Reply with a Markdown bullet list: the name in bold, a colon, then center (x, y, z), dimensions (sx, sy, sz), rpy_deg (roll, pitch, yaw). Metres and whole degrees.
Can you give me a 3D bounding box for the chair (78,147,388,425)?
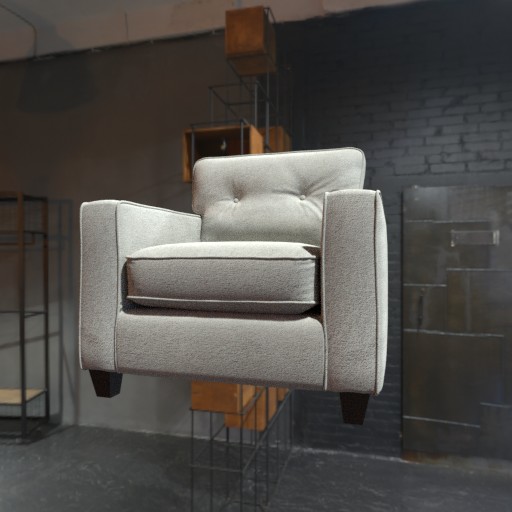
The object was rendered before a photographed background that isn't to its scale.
- **chair**: center (0.000, 0.000, 1.784), dimensions (1.015, 0.965, 0.939), rpy_deg (0, 0, 17)
